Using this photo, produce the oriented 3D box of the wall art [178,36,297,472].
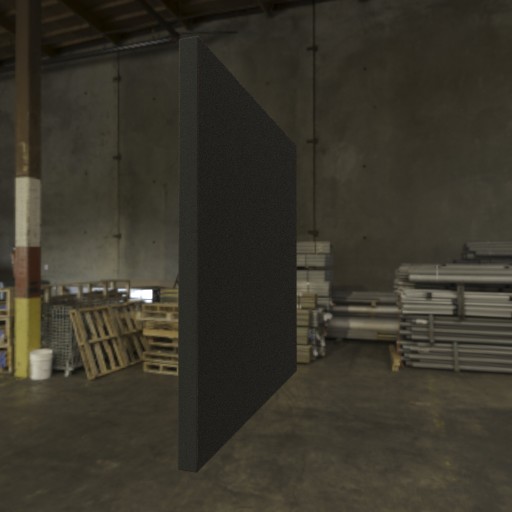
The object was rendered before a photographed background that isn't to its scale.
[{"bbox_3d":[0.000,0.000,1.140,0.038,0.762,0.762,0,-1,18],"label":"wall art"}]
